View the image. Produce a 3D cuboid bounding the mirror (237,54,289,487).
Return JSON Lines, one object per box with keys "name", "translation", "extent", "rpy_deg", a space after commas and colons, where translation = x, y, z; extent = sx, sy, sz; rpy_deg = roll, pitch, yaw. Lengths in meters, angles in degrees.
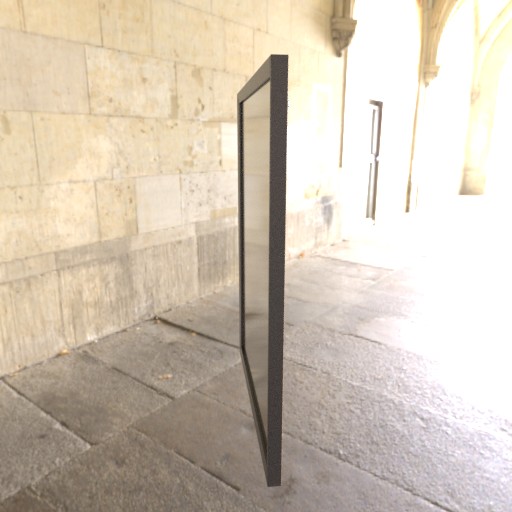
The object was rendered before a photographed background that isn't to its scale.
{"name": "mirror", "translation": [0.000, 0.000, 1.366], "extent": [0.040, 1.016, 0.762], "rpy_deg": [-2, 15, -7]}
